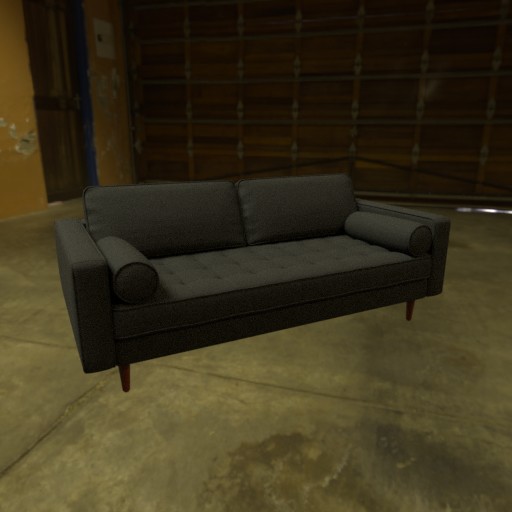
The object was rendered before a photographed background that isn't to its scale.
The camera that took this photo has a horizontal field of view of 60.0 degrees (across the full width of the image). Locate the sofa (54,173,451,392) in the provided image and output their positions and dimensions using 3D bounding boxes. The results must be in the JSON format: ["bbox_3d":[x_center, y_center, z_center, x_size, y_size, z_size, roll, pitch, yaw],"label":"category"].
[{"bbox_3d":[0.000,0.000,2.340,1.875,0.759,0.914,-8,17,-26],"label":"sofa"}]
